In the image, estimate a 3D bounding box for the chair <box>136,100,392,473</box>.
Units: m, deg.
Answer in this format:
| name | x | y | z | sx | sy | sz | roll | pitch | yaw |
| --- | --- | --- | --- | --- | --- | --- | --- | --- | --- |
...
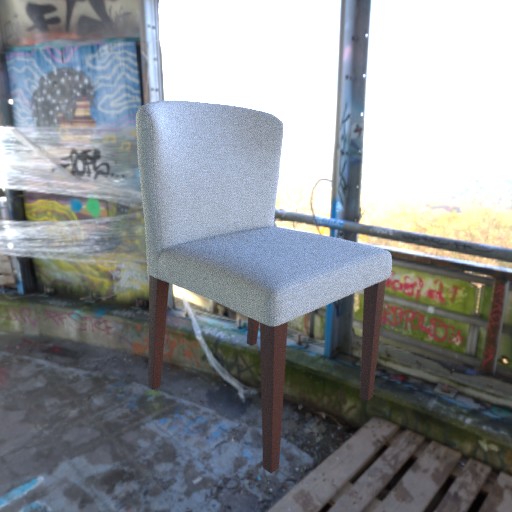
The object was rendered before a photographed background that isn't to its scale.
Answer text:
| name | x | y | z | sx | sy | sz | roll | pitch | yaw |
| --- | --- | --- | --- | --- | --- | --- | --- | --- | --- |
| chair | 0.000 | 0.000 | 1.225 | 0.491 | 0.839 | 0.589 | -15 | 21 | -43 |
